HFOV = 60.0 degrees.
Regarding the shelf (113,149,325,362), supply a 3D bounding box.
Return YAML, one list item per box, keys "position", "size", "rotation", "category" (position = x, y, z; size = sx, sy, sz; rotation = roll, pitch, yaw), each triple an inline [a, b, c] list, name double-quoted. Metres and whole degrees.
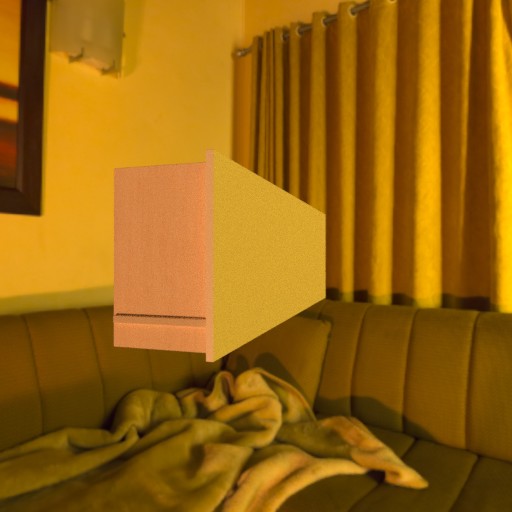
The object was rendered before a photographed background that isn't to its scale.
- position: [0.000, 0.000, 1.140]
  size: [0.200, 0.300, 1.020]
  rotation: [0, 0, 18]
  category: "shelf"
